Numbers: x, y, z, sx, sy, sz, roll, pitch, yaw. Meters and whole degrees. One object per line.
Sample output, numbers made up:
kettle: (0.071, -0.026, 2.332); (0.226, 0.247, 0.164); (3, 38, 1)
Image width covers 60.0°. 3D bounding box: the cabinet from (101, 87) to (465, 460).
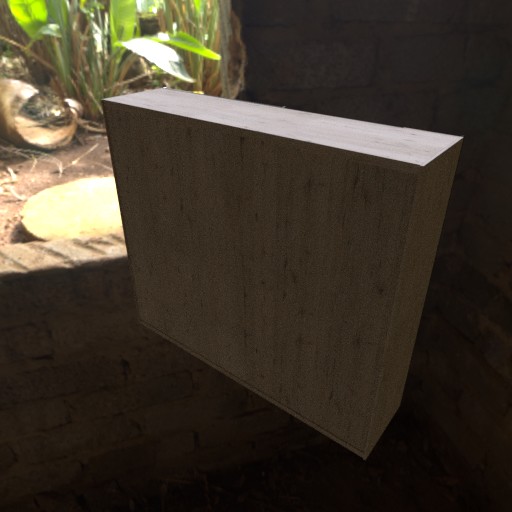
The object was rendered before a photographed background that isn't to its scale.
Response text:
cabinet: (0.000, 0.000, 3.504); (2.500, 2.180, 0.660); (22, 37, 32)
